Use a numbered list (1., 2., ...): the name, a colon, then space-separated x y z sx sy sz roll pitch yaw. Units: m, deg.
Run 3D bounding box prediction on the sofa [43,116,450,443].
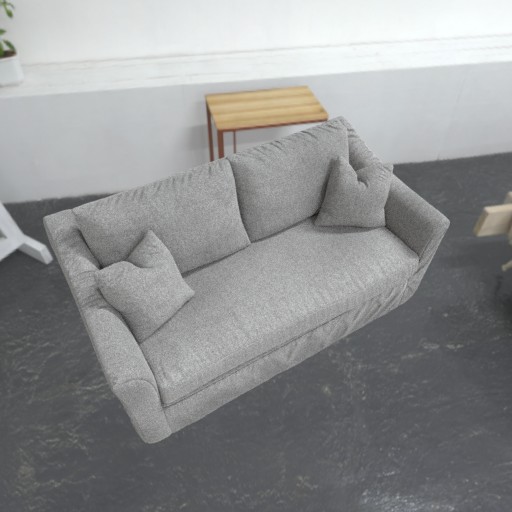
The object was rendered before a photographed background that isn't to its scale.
1. sofa: 0.000 0.000 2.616 2.010 1.018 1.072 -24 52 -20
